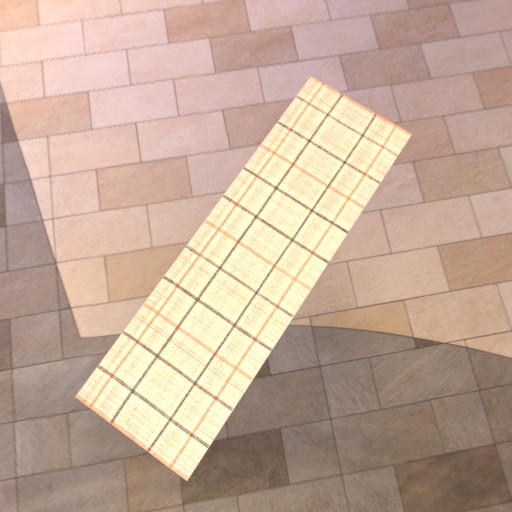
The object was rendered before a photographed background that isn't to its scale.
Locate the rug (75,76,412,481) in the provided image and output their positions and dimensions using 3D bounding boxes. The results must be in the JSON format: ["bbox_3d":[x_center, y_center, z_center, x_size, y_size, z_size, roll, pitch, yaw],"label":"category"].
[{"bbox_3d":[0.000,0.000,2.637,0.762,0.008,2.439,33,78,8],"label":"rug"}]
